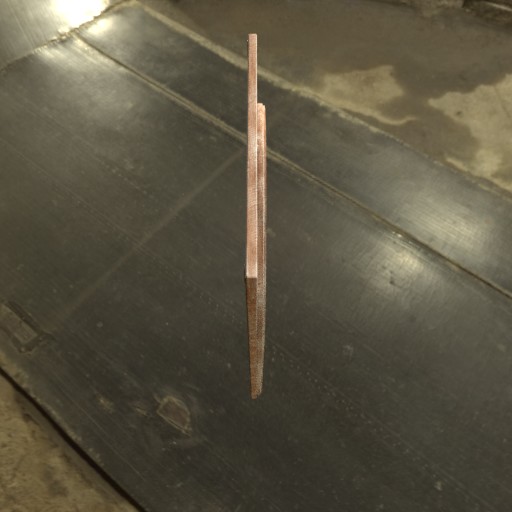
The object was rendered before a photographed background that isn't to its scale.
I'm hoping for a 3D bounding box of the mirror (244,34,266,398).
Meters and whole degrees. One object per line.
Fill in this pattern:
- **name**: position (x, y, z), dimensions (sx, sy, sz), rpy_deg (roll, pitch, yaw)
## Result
- **mirror**: position (0.000, 0.000, 1.034), dimensions (0.058, 0.787, 0.495), rpy_deg (0, 61, 0)
